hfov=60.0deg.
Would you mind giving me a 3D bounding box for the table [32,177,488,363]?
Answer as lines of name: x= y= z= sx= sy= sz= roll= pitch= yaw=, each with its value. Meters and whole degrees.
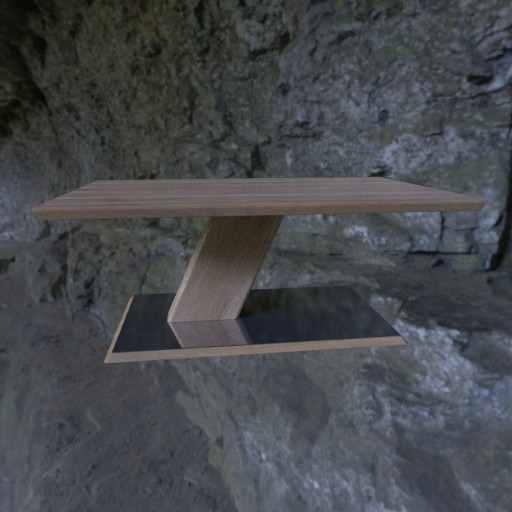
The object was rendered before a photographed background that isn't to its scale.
table: x=0.000 y=0.000 z=1.446 sx=1.100 sy=0.441 sz=0.692 roll=-2 pitch=15 yaw=-7
